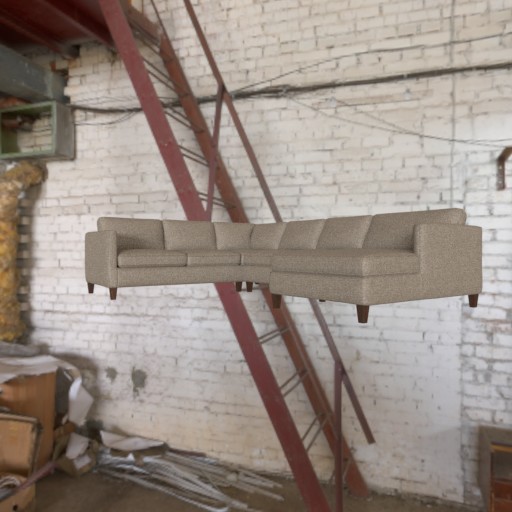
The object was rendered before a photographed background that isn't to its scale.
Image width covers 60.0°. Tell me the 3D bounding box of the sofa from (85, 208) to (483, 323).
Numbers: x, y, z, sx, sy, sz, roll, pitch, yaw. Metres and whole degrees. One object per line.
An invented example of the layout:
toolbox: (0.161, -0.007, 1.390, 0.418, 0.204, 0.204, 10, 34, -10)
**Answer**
sofa: (0.000, 0.000, 4.520, 2.551, 0.889, 3.403, -1, 1, -36)
